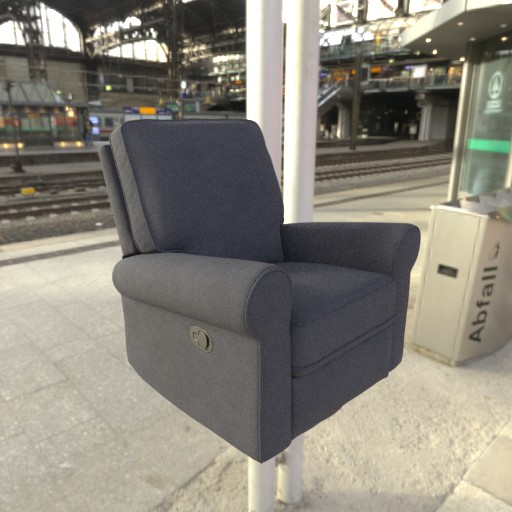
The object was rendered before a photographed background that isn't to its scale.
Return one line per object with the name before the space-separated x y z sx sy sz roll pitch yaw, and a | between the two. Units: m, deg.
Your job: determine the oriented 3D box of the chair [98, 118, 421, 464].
chair | 0.000 0.000 1.606 0.890 0.961 0.878 -15 22 -43
